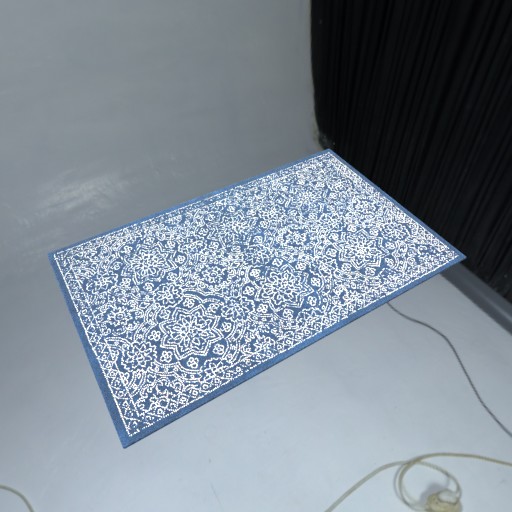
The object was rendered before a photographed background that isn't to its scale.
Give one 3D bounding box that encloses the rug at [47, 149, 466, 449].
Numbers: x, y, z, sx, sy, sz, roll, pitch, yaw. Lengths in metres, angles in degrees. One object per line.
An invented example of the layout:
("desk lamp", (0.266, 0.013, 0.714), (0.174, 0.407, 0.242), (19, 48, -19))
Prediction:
("rug", (0.000, 0.000, 3.036), (2.441, 0.015, 1.526), (-24, 52, -21))
